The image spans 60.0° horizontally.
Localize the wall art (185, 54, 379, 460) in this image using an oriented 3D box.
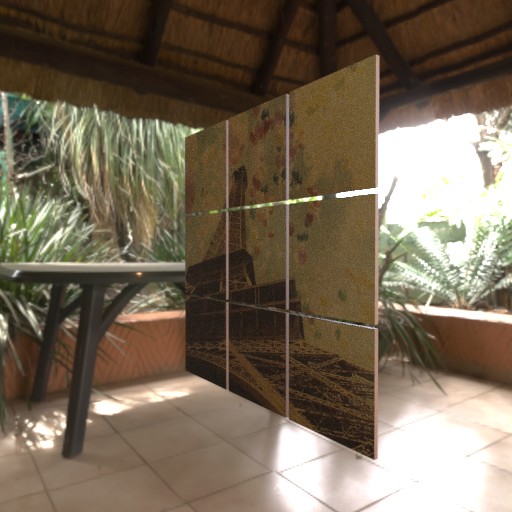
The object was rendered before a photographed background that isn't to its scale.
[{"bbox_3d":[0.000,0.000,1.870,0.017,1.246,1.256,-1,1,-36],"label":"wall art"}]
